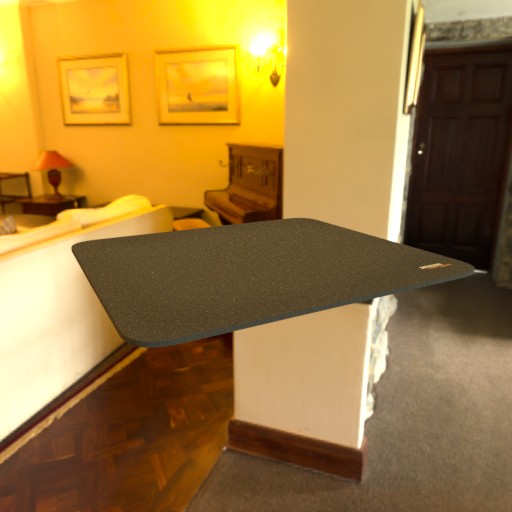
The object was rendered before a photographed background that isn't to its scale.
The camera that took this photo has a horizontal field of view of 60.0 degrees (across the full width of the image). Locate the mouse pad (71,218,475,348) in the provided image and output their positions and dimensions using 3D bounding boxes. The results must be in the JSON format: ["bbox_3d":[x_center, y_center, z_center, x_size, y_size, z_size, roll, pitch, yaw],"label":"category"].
[{"bbox_3d":[0.000,0.000,0.319,0.229,0.003,0.203,-9,18,-28],"label":"mouse pad"}]
